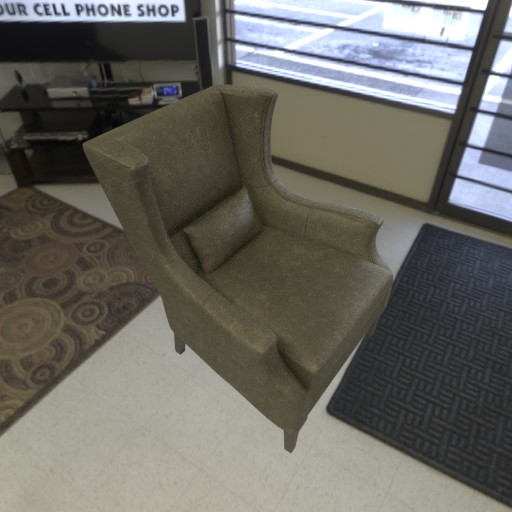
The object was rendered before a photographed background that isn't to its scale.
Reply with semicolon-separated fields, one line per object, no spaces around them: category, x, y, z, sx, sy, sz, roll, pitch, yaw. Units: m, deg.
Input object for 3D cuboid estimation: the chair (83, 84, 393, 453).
chair;0.000;0.000;1.741;0.926;1.016;0.853;26;47;27
